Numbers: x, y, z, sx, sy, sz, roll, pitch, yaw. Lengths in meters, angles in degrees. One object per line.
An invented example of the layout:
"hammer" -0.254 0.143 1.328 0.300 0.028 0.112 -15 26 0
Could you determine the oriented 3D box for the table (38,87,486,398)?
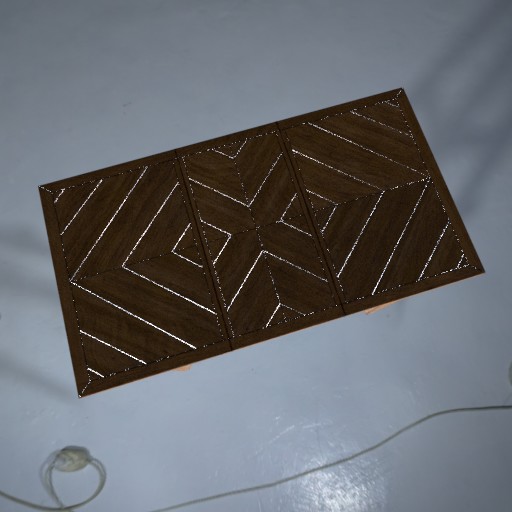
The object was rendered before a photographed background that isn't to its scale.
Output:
"table" 0.000 0.000 1.909 1.400 0.760 0.757 -16 76 -4
